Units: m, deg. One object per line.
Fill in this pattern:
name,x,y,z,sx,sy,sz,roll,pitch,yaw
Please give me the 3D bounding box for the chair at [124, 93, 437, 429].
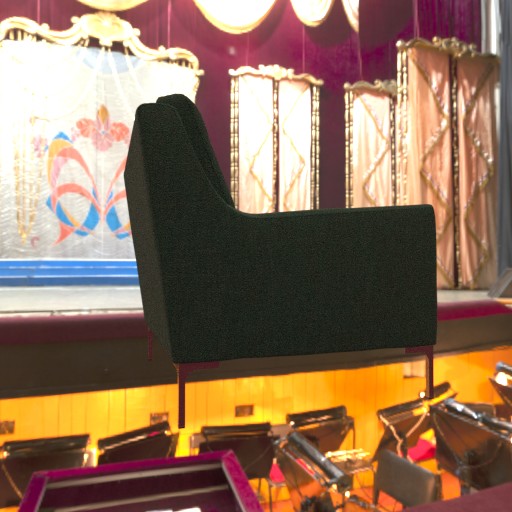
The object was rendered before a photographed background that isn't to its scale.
chair,0.000,0.000,1.524,0.849,0.828,0.847,0,-1,-19
